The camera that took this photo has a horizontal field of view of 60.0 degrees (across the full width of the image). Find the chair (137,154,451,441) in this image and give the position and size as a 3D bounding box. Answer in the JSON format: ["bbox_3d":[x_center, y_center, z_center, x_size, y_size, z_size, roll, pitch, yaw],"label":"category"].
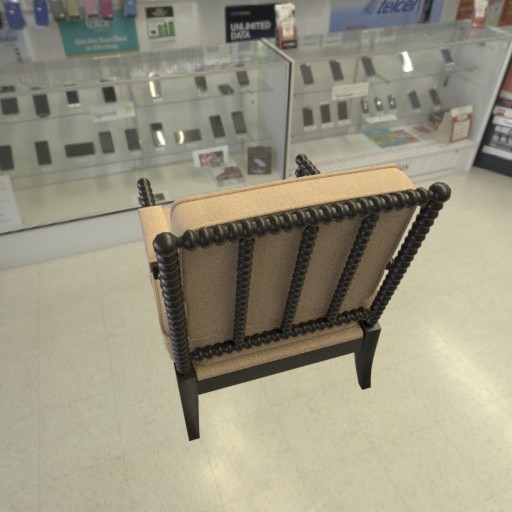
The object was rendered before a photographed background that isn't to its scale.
[{"bbox_3d":[0.000,0.000,1.165,0.555,0.703,0.657,-12,41,-13],"label":"chair"}]
